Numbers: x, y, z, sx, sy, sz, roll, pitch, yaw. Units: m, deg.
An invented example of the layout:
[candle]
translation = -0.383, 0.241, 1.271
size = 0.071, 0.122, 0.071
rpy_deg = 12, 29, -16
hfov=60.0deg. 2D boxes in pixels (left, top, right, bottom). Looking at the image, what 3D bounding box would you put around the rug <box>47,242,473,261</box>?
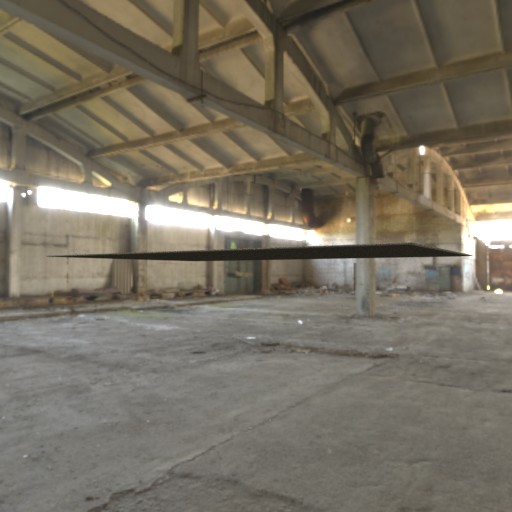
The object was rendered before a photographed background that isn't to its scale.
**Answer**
[rug]
translation = 0.000, 0.000, 2.971
size = 2.438, 0.008, 1.523
rpy_deg = -1, -3, 34
